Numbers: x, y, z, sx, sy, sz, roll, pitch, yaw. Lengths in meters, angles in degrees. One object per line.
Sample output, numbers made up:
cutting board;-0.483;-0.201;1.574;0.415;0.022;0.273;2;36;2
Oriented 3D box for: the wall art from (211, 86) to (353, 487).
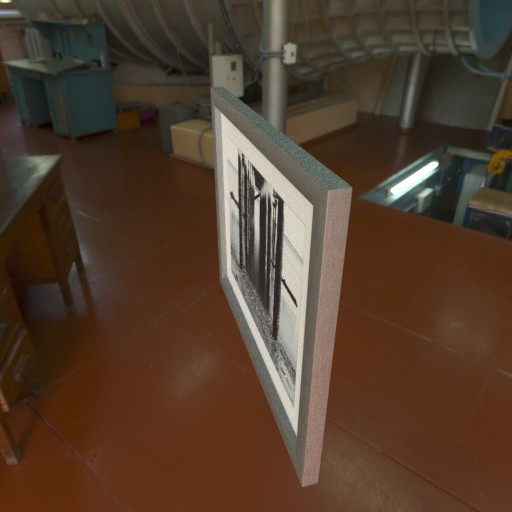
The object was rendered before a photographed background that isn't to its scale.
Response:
wall art;0.000;0.000;0.756;0.028;0.457;0.556;-8;31;-14
